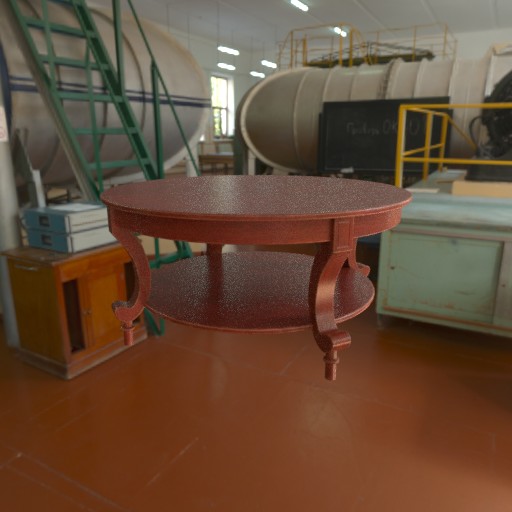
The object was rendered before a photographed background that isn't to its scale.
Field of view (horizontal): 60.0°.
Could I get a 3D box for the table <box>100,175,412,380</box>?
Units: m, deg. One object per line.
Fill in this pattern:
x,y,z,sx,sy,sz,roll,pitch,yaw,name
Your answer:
0.000,0.000,1.599,1.029,0.486,1.029,0,15,0,table
